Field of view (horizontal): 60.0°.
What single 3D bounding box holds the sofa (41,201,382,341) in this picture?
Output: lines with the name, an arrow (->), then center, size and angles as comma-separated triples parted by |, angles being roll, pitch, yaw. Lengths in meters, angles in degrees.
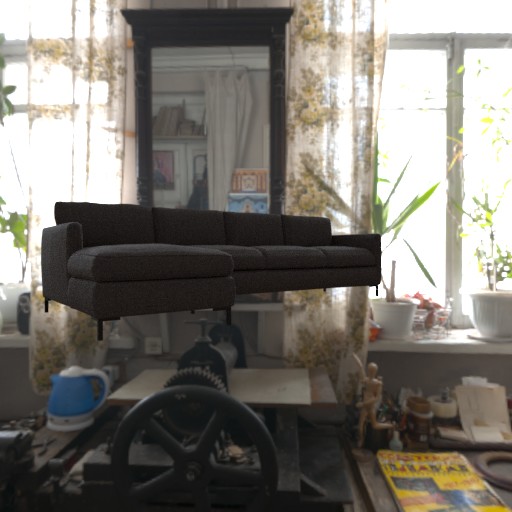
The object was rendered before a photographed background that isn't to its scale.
sofa -> 0.000, 0.000, 3.279 | 2.731, 0.754, 1.258 | 0, 1, -37
